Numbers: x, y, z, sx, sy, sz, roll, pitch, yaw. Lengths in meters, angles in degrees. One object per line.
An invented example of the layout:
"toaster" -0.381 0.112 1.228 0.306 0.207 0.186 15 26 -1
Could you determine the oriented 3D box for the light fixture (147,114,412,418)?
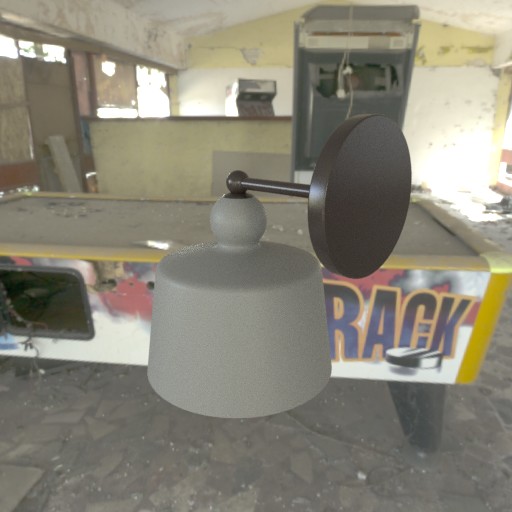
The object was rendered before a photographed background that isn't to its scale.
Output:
"light fixture" 0.000 0.000 0.446 0.204 0.268 0.254 -16 23 -43
